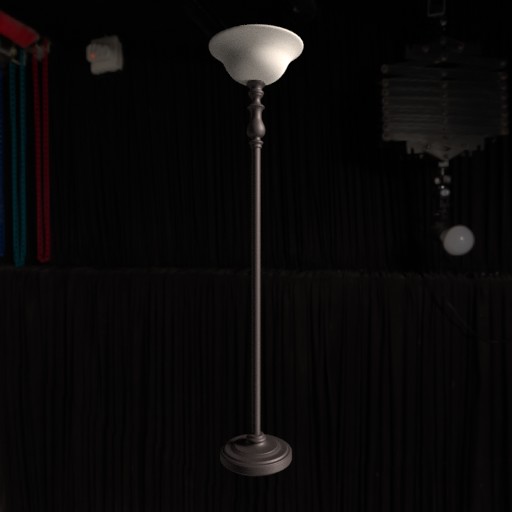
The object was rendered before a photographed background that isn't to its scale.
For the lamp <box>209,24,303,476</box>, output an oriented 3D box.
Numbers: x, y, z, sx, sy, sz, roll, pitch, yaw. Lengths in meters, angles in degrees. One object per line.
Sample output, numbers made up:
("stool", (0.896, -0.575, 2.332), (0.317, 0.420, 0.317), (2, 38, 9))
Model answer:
("lamp", (0.000, 0.000, 1.933), (0.405, 1.797, 0.405), (0, 1, 18))
